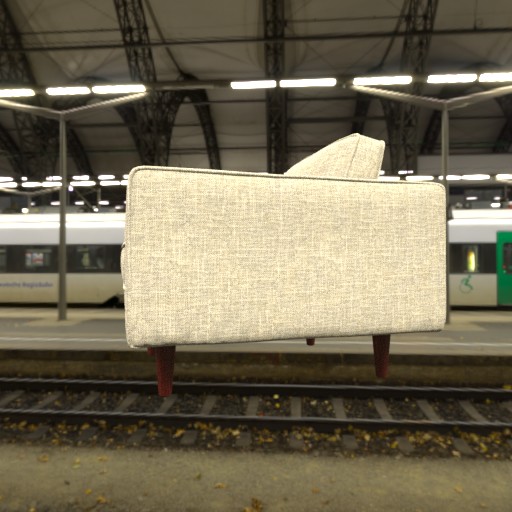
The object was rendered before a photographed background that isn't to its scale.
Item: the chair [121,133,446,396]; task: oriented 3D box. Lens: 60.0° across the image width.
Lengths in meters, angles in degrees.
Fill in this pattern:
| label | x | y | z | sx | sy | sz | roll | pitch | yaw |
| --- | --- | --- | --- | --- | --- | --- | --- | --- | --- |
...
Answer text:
| label | x | y | z | sx | sy | sz | roll | pitch | yaw |
| --- | --- | --- | --- | --- | --- | --- | --- | --- | --- |
| chair | 0.000 | 0.000 | 1.569 | 0.914 | 0.765 | 0.889 | 0 | -1 | -17 |
